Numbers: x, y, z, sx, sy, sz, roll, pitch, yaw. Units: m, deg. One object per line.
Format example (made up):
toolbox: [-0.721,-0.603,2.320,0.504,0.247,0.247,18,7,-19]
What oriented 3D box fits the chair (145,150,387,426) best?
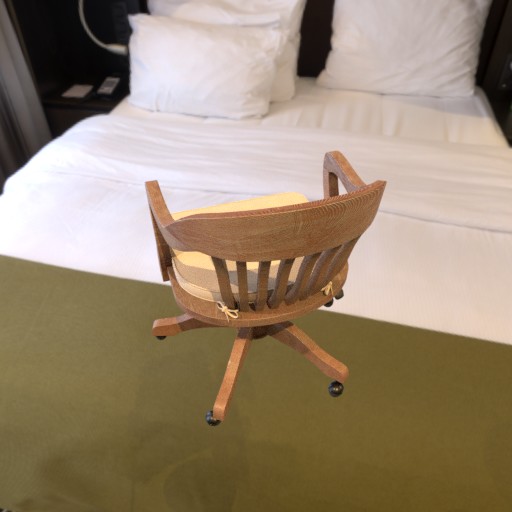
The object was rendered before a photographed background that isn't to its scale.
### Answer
chair: [0.000,0.000,1.451,0.750,0.878,0.788,-12,41,-14]
